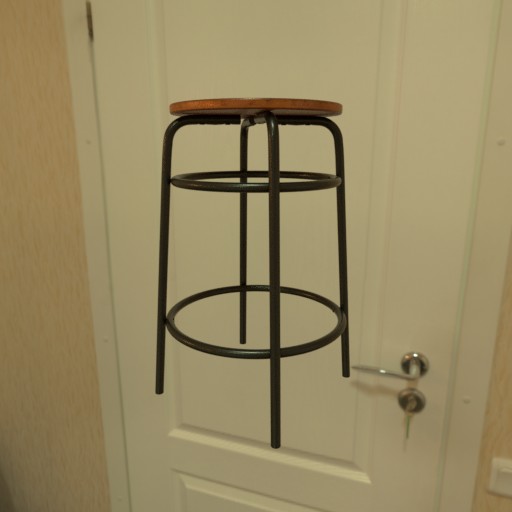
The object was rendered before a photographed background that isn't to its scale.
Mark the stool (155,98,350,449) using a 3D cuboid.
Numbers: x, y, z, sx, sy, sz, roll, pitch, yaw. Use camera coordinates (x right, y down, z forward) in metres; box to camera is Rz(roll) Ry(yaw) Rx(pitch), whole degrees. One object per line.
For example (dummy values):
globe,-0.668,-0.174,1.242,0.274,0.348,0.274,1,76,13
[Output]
stool,0.000,0.000,0.948,0.455,0.610,0.455,-2,15,-9
